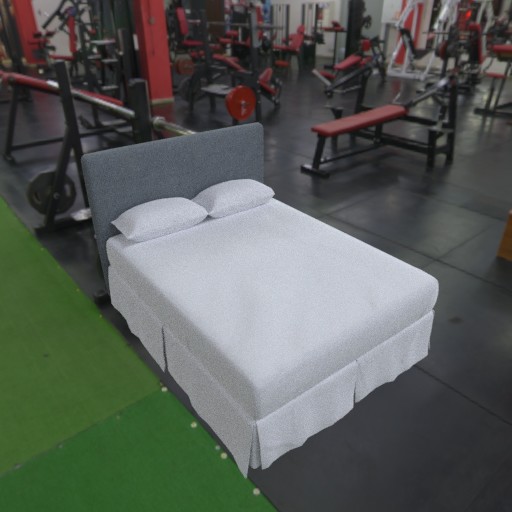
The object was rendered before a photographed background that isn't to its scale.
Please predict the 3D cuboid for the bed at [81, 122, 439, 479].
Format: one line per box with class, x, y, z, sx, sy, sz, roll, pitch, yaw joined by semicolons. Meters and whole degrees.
bed;0.000;0.000;3.256;1.713;1.330;2.142;-21;36;-32
